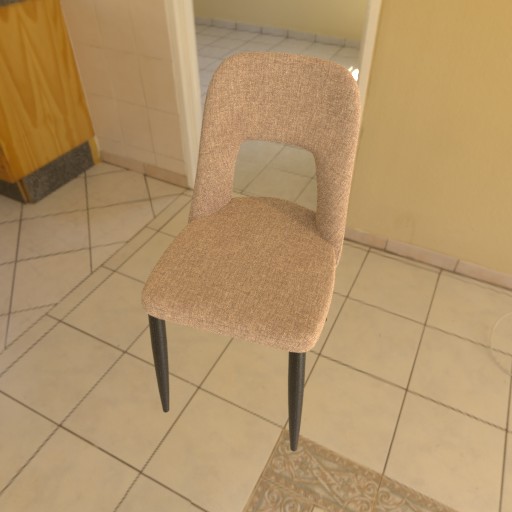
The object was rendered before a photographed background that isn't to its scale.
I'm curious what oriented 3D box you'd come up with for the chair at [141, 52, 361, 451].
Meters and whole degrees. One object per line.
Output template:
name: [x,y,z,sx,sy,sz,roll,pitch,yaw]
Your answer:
chair: [0.000,0.000,1.262,0.470,0.931,0.612,12,43,13]
